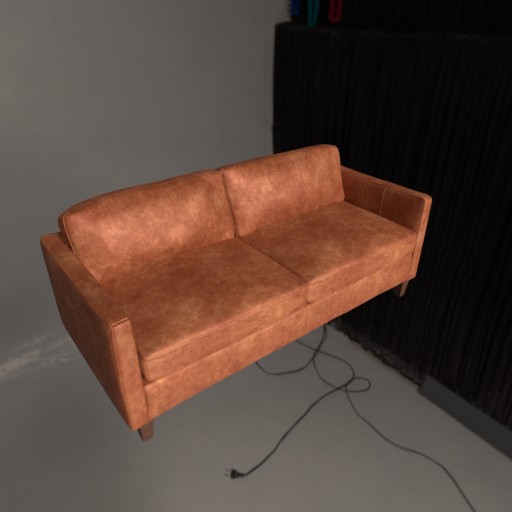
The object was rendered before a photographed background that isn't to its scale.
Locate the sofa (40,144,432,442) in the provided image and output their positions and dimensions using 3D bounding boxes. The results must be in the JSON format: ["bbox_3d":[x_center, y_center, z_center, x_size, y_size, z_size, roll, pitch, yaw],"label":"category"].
[{"bbox_3d":[0.000,0.000,2.464,1.971,0.863,0.923,-21,36,-32],"label":"sofa"}]
